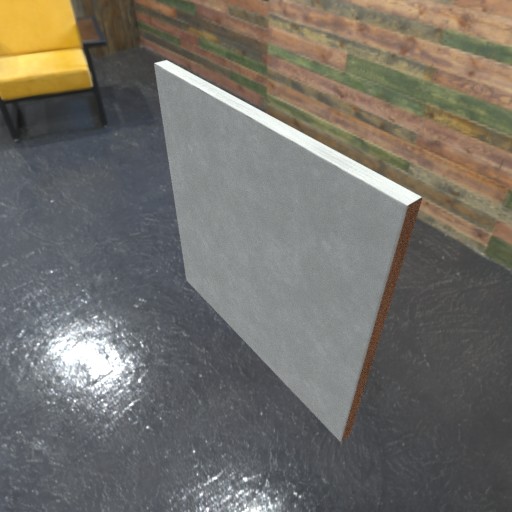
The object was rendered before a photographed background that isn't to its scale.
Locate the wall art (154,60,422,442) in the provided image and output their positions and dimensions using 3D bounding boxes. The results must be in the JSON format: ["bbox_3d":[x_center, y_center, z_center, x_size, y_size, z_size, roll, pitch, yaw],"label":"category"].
[{"bbox_3d":[0.000,0.000,0.451,0.015,0.303,0.303,-28,49,-27],"label":"wall art"}]
